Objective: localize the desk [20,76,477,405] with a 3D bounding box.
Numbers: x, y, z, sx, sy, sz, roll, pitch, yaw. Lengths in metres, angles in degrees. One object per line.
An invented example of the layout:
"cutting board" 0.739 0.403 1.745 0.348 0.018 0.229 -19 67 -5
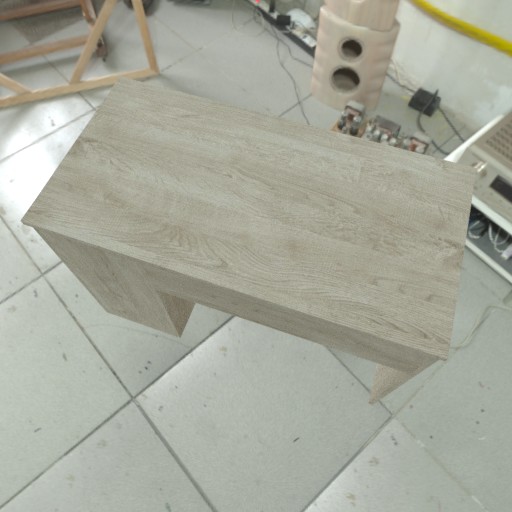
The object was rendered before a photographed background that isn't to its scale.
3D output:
"desk" 0.000 0.000 1.507 1.096 0.730 0.560 17 64 9
